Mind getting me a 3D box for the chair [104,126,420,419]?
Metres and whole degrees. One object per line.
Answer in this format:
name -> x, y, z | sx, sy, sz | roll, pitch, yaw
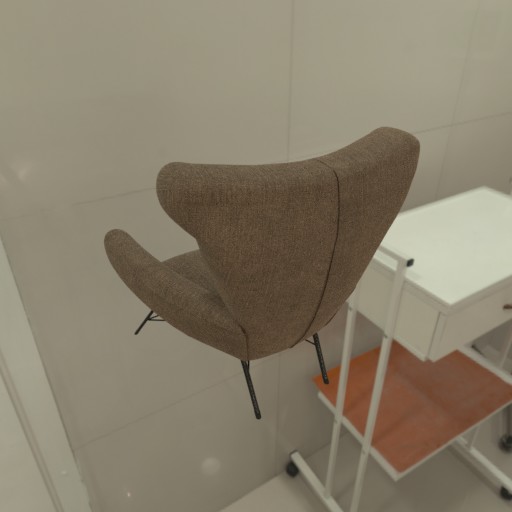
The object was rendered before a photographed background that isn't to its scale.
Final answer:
chair -> 0.000, 0.000, 1.760 | 0.980, 1.040, 0.900 | -18, 35, -28
